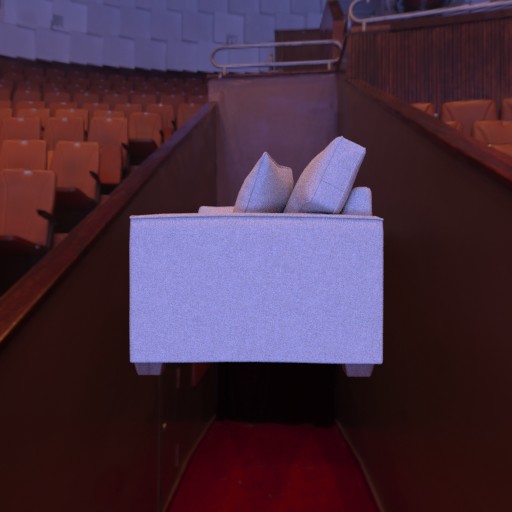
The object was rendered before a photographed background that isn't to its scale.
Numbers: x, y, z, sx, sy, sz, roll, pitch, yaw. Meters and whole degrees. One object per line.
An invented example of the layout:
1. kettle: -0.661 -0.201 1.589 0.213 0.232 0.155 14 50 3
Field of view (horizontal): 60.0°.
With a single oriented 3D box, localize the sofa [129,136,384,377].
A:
1. sofa: 0.000 0.000 2.881 1.061 0.962 2.317 0 0 1
